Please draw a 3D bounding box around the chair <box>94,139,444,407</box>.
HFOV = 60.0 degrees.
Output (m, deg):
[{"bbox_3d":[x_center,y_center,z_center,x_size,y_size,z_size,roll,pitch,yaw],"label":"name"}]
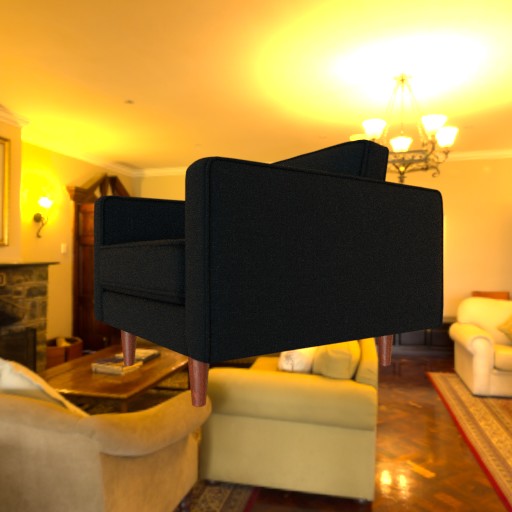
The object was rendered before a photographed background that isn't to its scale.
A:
[{"bbox_3d":[0.000,0.000,1.561,0.920,0.770,0.899,0,0,-35],"label":"chair"}]
